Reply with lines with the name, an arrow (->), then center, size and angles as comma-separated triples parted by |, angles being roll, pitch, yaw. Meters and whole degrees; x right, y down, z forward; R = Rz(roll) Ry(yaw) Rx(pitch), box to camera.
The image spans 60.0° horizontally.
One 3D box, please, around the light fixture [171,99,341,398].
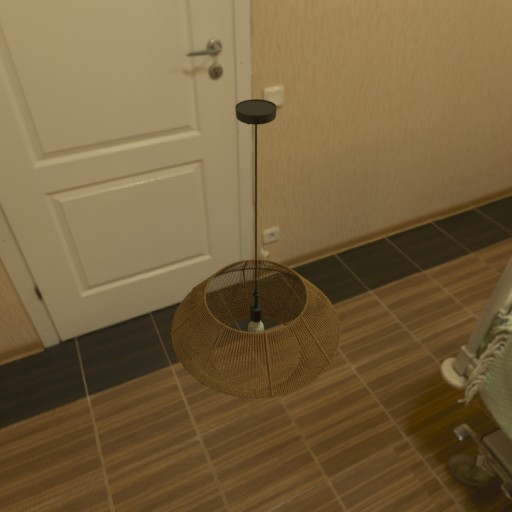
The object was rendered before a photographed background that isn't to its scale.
light fixture -> 0.000, 0.000, 1.470 | 0.643, 1.009, 0.643 | 0, 40, 0
